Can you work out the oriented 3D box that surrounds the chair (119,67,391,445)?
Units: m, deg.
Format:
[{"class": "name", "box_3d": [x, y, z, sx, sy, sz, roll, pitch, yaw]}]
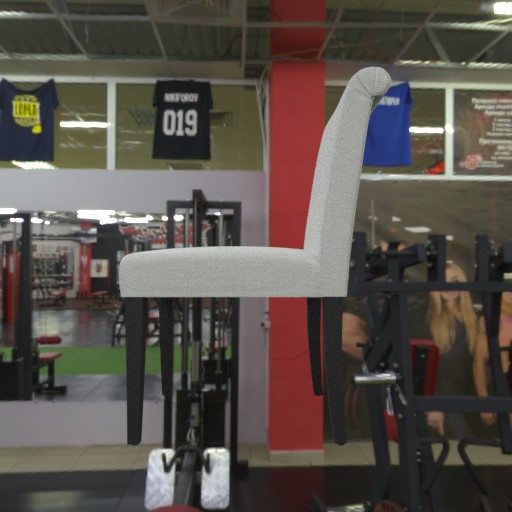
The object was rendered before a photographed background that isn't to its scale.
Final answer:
[{"class": "chair", "box_3d": [0.000, 0.000, 1.359, 0.708, 0.976, 0.452, 0, -1, 0]}]
